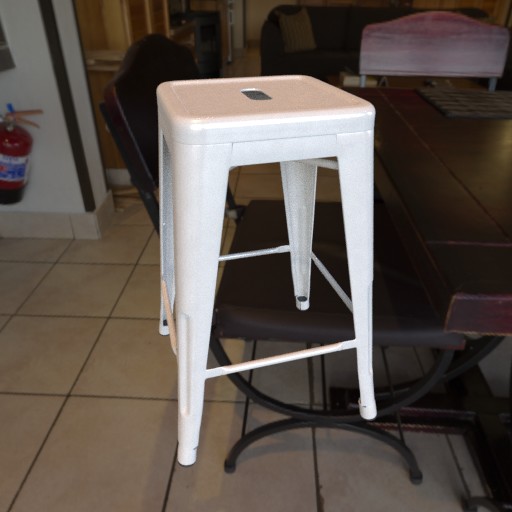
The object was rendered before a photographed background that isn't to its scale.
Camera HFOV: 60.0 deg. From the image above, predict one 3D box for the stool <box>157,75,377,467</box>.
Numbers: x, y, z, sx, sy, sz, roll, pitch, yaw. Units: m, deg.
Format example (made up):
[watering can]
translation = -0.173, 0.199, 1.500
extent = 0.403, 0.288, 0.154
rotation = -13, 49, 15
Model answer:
[stool]
translation = 0.000, 0.000, 0.863
extent = 0.406, 0.610, 0.406
rotation = -8, 32, -14
